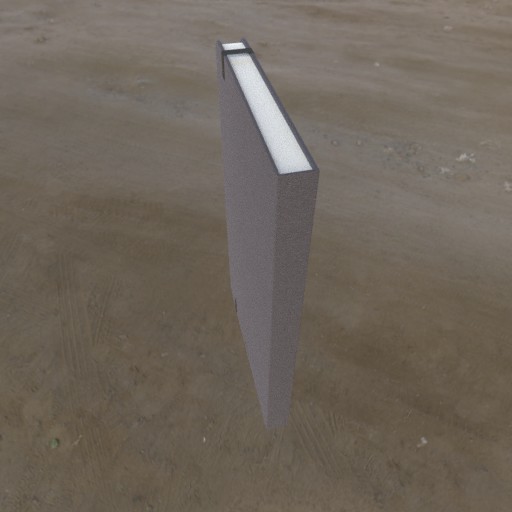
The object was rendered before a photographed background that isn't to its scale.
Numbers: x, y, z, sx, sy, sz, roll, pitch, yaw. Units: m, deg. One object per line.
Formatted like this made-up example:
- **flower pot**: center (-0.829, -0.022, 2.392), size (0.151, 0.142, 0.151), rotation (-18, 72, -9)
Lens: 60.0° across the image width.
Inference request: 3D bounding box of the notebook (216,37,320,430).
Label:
- **notebook**: center (0.000, 0.000, 0.269), size (0.016, 0.213, 0.127), rotation (-10, 47, -9)
